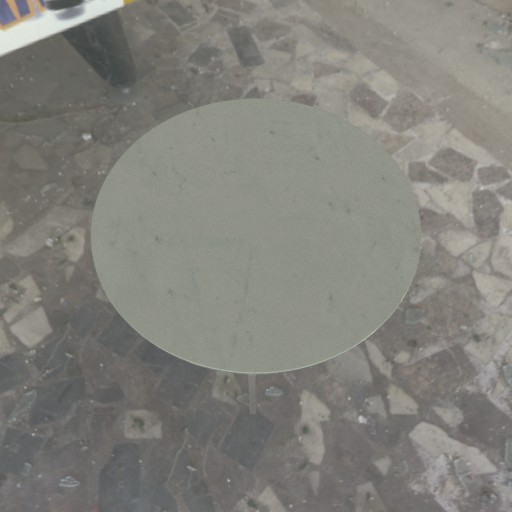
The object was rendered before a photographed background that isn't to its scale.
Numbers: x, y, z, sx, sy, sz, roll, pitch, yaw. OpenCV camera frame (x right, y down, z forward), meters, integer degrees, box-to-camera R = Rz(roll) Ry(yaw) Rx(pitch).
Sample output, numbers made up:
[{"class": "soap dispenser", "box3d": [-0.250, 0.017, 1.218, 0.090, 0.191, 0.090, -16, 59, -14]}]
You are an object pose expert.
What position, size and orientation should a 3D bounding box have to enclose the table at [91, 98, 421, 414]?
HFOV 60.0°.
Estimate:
[{"class": "table", "box3d": [0.000, 0.000, 1.284, 0.800, 0.450, 0.800, 0, 60, 0]}]
